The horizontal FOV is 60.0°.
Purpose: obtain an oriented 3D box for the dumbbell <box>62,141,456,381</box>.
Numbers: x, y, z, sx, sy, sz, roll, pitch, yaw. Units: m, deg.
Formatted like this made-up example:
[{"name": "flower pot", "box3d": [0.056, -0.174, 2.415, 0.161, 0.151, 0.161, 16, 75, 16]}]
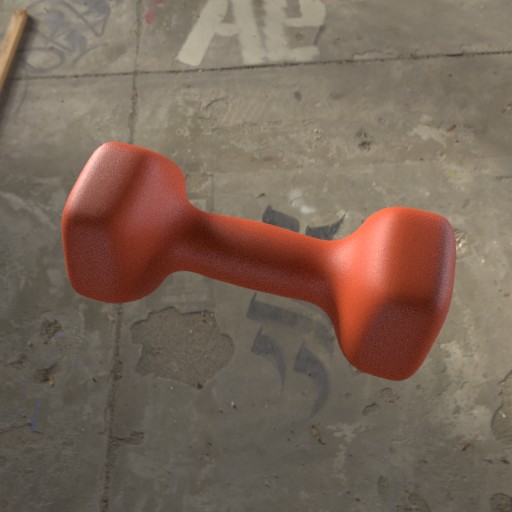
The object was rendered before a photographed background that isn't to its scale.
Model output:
[{"name": "dumbbell", "box3d": [0.000, 0.000, 0.201, 0.162, 0.071, 0.079, 15, 65, 7]}]
